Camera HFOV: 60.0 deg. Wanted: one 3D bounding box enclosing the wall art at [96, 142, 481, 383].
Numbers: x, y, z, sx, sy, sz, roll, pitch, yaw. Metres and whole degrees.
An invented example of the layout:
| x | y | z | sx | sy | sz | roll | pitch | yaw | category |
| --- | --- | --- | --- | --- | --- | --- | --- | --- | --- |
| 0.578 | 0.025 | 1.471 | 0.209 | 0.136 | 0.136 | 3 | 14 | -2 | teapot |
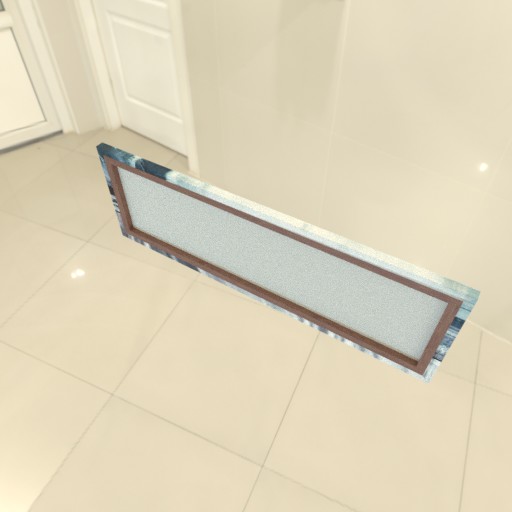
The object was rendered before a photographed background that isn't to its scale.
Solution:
| x | y | z | sx | sy | sz | roll | pitch | yaw | category |
| --- | --- | --- | --- | --- | --- | --- | --- | --- | --- |
| 0.000 | 0.000 | 1.746 | 1.524 | 0.509 | 0.037 | 24 | 51 | 21 | wall art |
